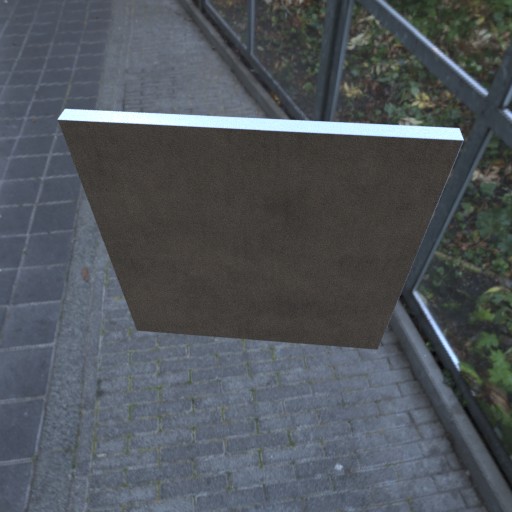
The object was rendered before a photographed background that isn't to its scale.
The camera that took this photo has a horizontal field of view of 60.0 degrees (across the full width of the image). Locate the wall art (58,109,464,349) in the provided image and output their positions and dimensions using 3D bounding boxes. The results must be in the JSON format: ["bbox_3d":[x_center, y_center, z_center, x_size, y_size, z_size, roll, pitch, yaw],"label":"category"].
[{"bbox_3d":[0.000,0.000,0.672,0.455,0.453,0.023,4,49,3],"label":"wall art"}]
